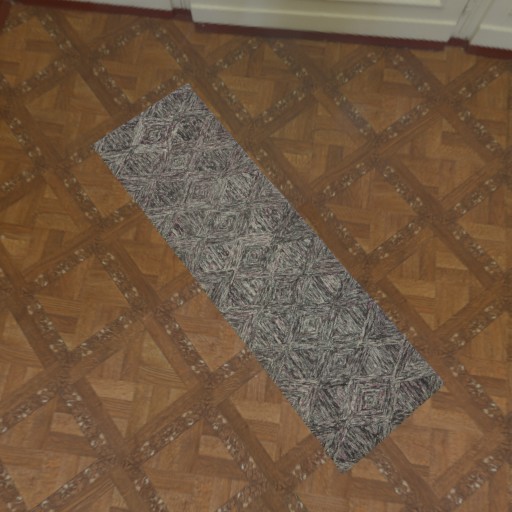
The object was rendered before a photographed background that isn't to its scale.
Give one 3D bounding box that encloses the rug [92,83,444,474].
[{"bbox_3d":[0.000,0.000,2.486,0.719,0.013,2.305,-37,78,-9],"label":"rug"}]
